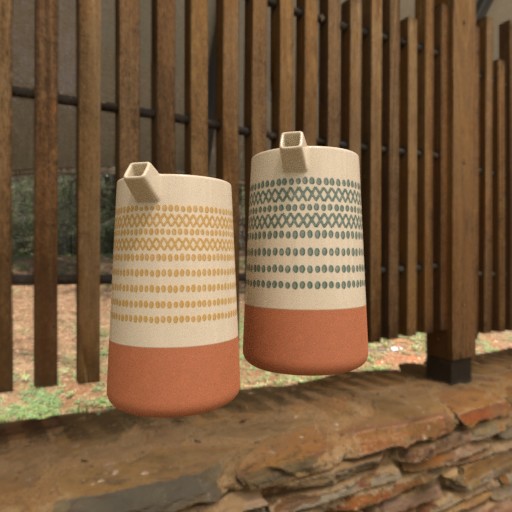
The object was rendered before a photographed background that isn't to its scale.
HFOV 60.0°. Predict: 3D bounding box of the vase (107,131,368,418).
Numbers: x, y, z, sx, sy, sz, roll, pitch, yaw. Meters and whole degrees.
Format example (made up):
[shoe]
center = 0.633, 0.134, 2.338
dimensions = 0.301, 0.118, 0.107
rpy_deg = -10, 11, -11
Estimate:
[vase]
center = 0.000, 0.000, 0.468
dimensions = 0.326, 0.247, 0.168
rpy_deg = 0, 0, -35
